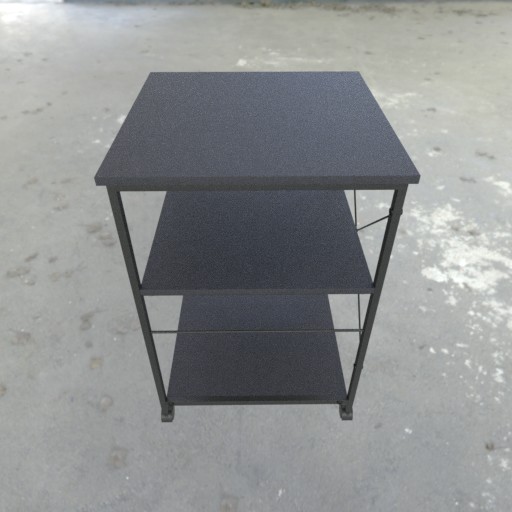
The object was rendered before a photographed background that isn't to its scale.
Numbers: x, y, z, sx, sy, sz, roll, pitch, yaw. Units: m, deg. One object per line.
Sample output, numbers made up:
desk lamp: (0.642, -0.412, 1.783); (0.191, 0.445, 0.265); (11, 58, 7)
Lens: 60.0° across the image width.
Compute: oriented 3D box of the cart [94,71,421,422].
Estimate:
cart: (0.000, 0.000, 1.148); (0.520, 0.762, 0.521); (0, 40, -1)
